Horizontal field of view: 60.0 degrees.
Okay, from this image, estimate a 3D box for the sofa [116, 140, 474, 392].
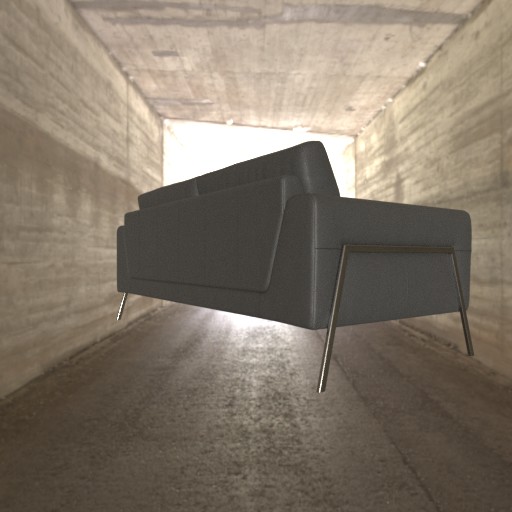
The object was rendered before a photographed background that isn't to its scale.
[{"bbox_3d":[0.000,0.000,2.498,0.953,0.875,2.017,0,0,-35],"label":"sofa"}]
